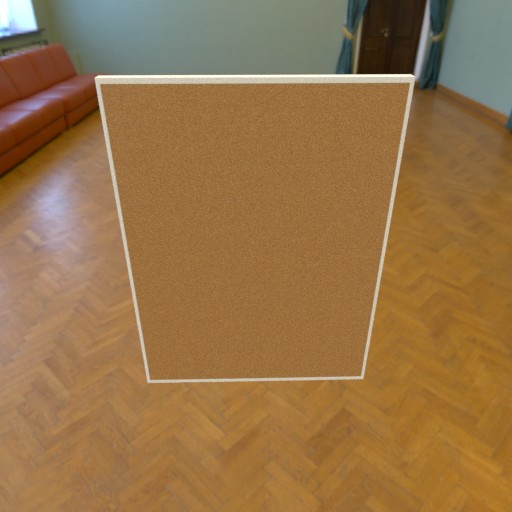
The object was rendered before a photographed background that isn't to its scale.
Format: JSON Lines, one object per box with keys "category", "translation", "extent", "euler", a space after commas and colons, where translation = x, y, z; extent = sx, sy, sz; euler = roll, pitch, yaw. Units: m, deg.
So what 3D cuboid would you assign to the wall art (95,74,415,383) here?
{"category": "wall art", "translation": [0.000, 0.000, 1.380], "extent": [0.795, 1.050, 0.039], "euler": [-1, 31, -1]}
